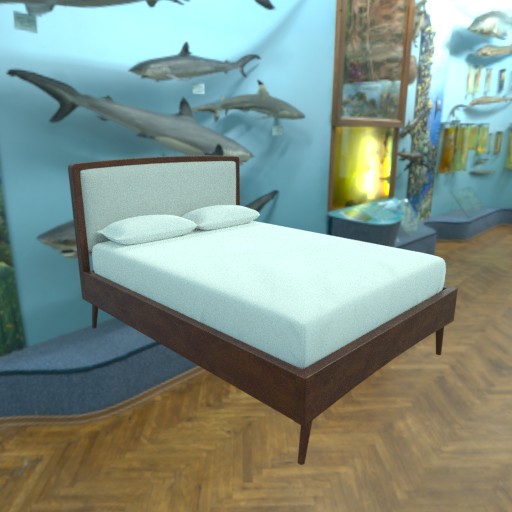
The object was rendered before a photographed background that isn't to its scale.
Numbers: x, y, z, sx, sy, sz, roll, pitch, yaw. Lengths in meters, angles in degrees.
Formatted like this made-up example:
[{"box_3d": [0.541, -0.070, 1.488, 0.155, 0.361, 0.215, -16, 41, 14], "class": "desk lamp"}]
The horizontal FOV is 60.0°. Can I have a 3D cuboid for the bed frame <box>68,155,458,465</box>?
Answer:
[{"box_3d": [0.000, 0.000, 3.076, 1.587, 1.279, 2.171, -15, 21, -43], "class": "bed frame"}]
